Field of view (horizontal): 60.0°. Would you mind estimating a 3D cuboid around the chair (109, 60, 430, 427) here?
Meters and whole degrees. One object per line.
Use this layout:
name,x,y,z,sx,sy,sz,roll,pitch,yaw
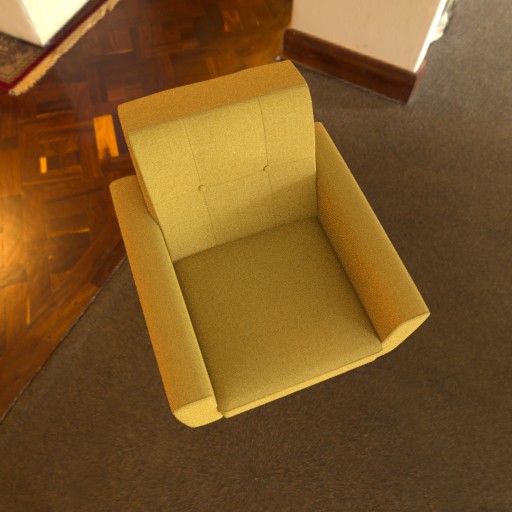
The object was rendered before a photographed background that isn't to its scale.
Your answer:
chair,0.000,0.000,1.563,0.831,0.841,0.909,-19,65,-9
